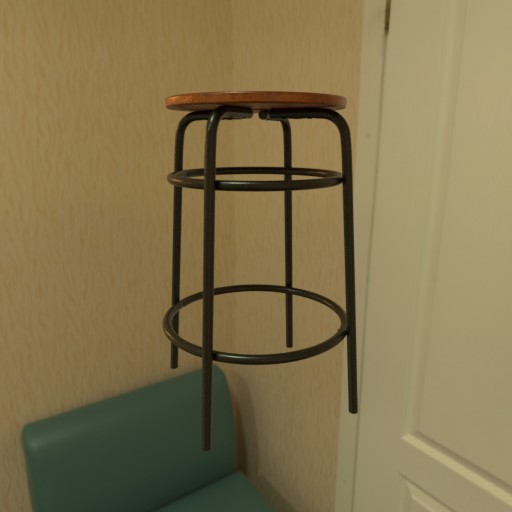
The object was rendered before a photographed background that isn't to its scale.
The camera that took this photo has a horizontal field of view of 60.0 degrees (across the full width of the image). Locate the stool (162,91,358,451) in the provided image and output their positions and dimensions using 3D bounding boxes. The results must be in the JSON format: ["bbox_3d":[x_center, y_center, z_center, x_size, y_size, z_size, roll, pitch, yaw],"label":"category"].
[{"bbox_3d":[0.000,0.000,0.913,0.455,0.610,0.455,7,17,23],"label":"stool"}]
